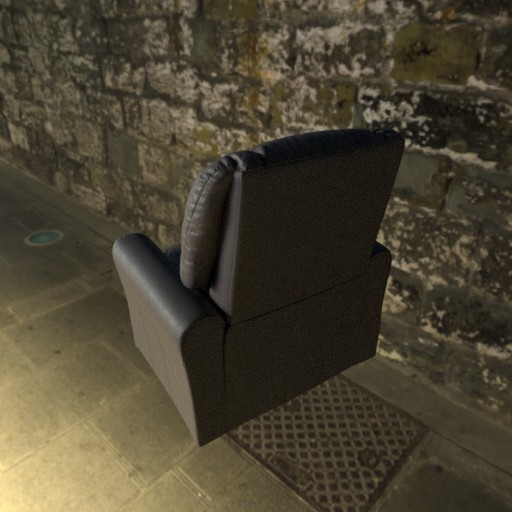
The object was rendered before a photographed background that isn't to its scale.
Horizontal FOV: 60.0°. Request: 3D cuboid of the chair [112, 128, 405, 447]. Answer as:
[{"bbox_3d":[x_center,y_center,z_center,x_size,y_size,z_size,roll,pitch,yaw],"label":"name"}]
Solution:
[{"bbox_3d":[0.000,0.000,1.134,0.610,0.709,0.521,-18,34,-29],"label":"chair"}]
